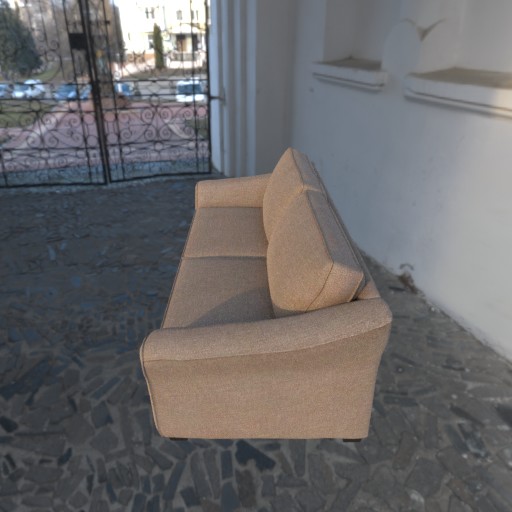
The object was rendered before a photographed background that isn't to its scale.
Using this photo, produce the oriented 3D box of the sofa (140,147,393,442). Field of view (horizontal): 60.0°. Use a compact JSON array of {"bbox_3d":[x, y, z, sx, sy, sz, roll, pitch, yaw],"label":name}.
[{"bbox_3d":[0.000,0.000,2.732,0.986,0.906,2.270,0,27,-1],"label":"sofa"}]
